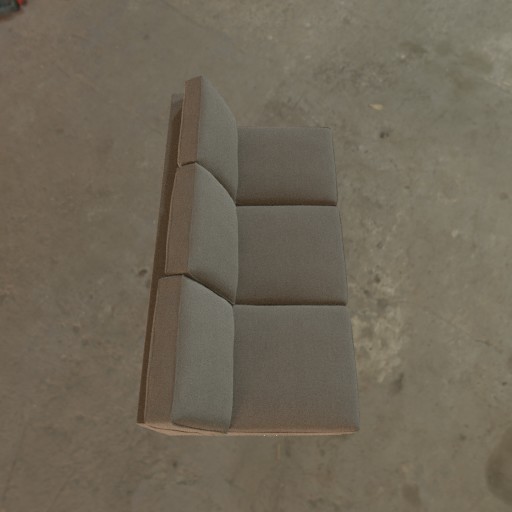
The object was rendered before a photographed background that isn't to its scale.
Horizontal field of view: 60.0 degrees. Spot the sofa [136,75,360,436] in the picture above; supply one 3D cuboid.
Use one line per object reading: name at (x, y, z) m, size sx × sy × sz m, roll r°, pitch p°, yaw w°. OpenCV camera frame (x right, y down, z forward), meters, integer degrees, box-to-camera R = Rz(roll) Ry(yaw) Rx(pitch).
sofa at (0.000, 0.000, 2.773) m, size 1.127 × 1.036 × 2.092 m, roll 0°, pitch 64°, yaw 0°
